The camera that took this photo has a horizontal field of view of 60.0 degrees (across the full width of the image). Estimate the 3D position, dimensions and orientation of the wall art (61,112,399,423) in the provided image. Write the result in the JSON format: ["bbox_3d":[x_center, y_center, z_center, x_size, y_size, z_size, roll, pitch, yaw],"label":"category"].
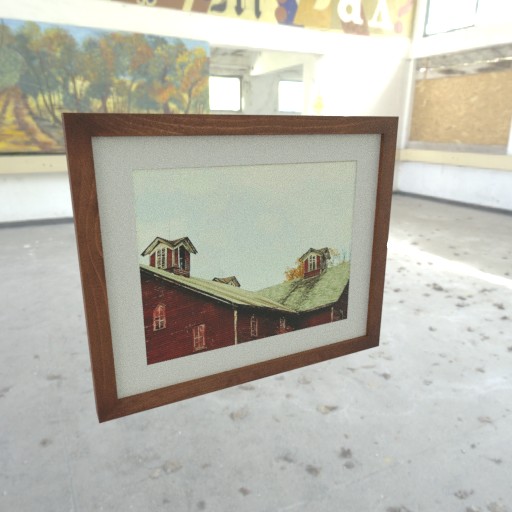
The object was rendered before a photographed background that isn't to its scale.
[{"bbox_3d":[0.000,0.000,0.754,0.558,0.457,0.033,-8,18,-26],"label":"wall art"}]
